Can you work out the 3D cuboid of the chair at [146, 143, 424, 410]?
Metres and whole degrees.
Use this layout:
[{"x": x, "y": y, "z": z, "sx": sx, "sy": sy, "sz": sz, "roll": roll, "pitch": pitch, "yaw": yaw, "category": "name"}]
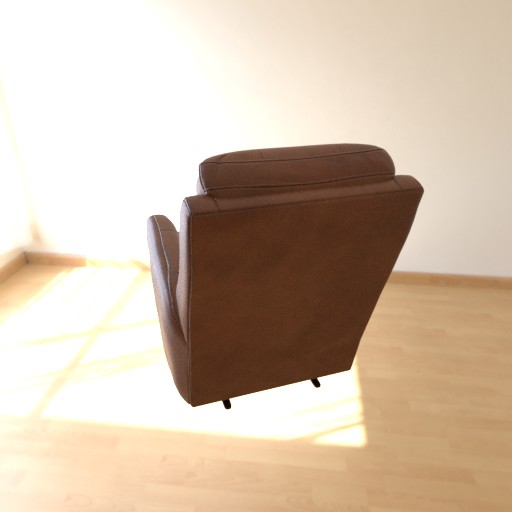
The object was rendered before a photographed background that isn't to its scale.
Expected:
[{"x": 0.000, "y": 0.000, "z": 1.778, "sx": 0.821, "sy": 1.016, "sz": 1.072, "roll": -8, "pitch": 27, "yaw": -17, "category": "chair"}]
